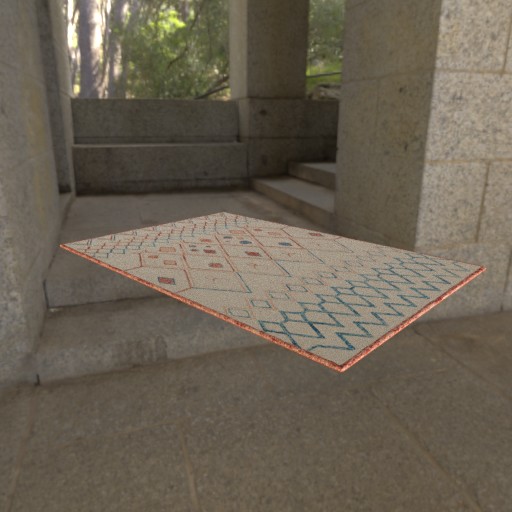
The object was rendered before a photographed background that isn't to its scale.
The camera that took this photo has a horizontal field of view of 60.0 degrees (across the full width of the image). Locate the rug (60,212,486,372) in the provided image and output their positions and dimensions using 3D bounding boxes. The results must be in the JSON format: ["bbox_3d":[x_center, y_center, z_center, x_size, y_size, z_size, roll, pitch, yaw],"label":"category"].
[{"bbox_3d":[0.000,0.000,2.262,1.829,0.016,1.219,16,24,41],"label":"rug"}]
